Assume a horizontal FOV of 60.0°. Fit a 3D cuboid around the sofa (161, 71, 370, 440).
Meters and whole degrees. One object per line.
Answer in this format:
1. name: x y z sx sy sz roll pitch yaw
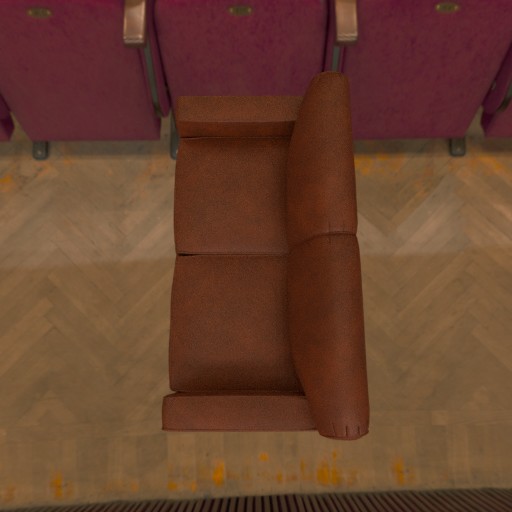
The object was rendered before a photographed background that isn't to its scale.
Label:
1. sofa: 0.000 0.000 2.510 1.000 0.966 1.856 0 76 0
